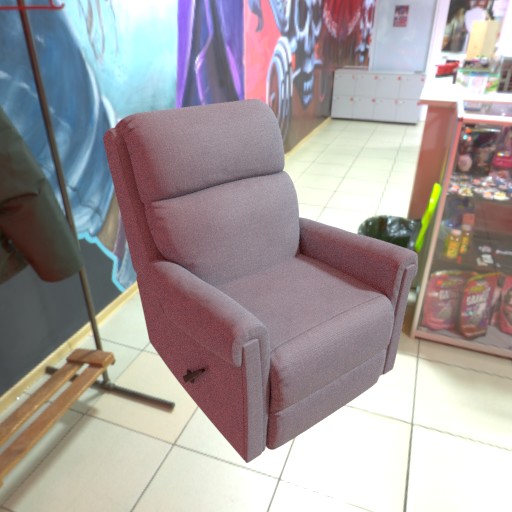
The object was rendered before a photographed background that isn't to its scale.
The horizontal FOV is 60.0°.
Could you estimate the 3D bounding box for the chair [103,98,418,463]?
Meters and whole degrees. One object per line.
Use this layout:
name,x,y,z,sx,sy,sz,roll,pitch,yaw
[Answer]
chair,0.000,0.000,1.757,0.838,1.054,1.014,-19,34,-32
